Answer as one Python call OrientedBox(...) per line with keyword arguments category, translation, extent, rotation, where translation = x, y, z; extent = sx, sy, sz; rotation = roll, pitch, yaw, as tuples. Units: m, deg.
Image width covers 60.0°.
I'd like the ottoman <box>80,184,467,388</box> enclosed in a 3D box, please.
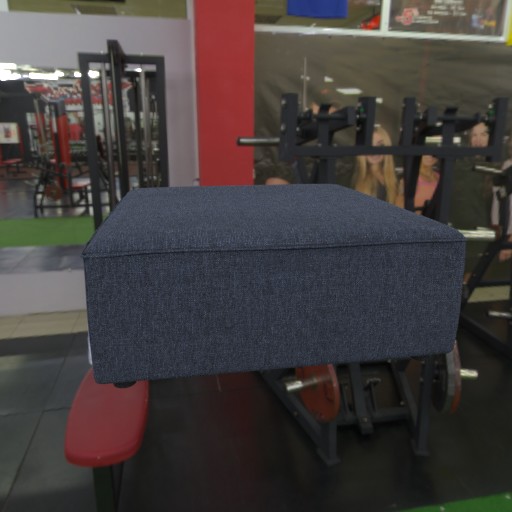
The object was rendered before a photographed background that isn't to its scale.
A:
OrientedBox(category="ottoman", translation=(0.000, 0.000, 1.622), extent=(1.023, 0.423, 1.017), rotation=(-3, 17, -8))
